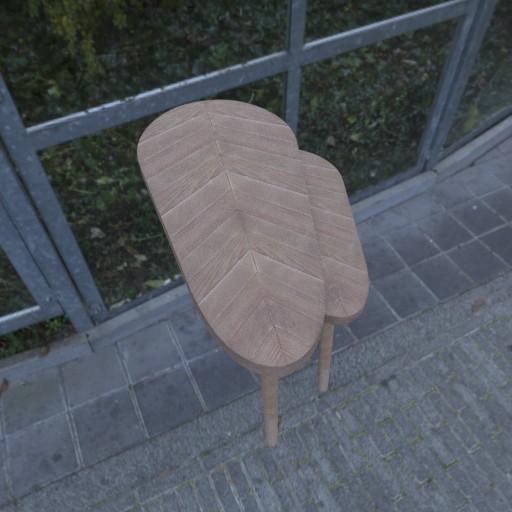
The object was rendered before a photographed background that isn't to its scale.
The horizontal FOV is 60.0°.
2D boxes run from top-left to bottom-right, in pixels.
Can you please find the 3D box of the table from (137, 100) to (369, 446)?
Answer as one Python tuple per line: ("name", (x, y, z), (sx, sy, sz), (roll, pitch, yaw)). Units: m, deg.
("table", (0.000, 0.000, 1.601), (0.701, 0.595, 1.190), (-10, 49, -9))
